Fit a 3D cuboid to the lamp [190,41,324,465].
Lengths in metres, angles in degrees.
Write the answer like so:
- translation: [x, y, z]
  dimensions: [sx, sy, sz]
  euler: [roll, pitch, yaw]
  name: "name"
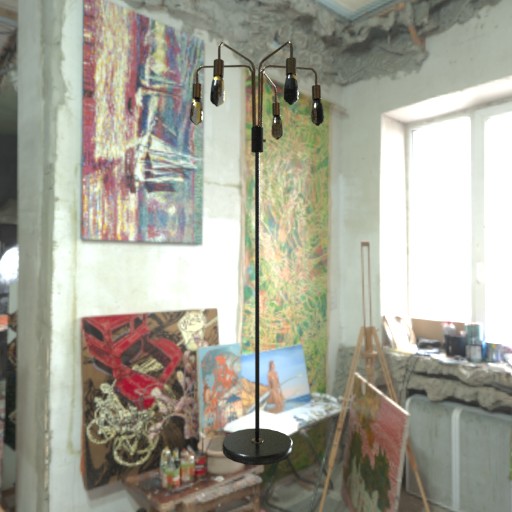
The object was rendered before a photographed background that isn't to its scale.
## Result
- translation: [0.000, 0.000, 1.989]
  dimensions: [0.572, 1.721, 0.599]
  euler: [0, -1, 19]
  name: "lamp"
